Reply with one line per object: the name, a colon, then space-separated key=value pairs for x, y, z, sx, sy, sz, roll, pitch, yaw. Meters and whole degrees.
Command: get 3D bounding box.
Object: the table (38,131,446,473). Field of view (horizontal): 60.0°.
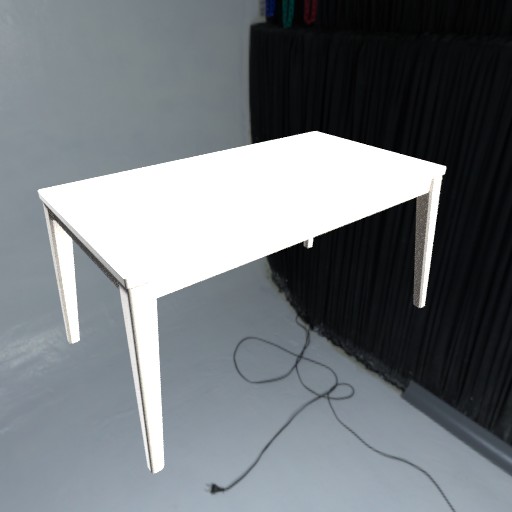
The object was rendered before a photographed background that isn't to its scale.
table: x=0.000 y=0.000 z=2.063 sx=1.600 sy=0.760 sz=0.900 roll=-21 pitch=36 yaw=-33
